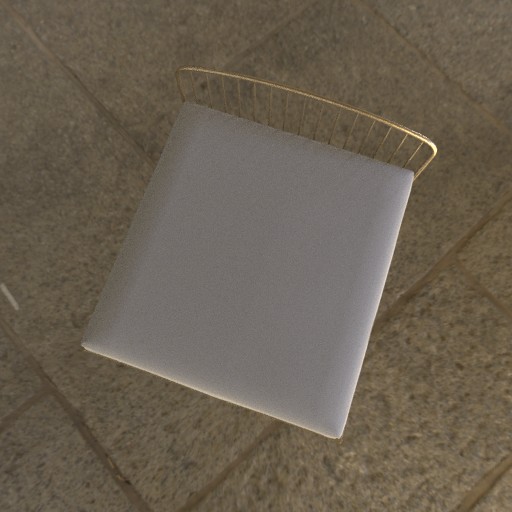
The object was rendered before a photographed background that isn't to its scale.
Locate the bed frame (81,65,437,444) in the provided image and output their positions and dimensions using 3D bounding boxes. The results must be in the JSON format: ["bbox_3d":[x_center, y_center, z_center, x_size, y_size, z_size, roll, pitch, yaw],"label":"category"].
[{"bbox_3d":[0.000,0.000,3.339,2.016,1.174,2.152,18,77,4],"label":"bed frame"}]
